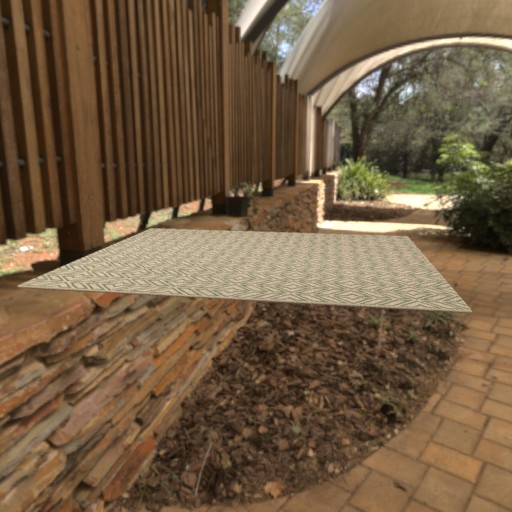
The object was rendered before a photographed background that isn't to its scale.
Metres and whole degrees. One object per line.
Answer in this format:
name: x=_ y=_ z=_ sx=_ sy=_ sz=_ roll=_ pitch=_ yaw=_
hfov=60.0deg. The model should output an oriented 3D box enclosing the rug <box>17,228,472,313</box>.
rug: x=0.000 y=0.000 z=4.071 sx=3.050 sy=0.017 sz=2.441 roll=2 pitch=14 yaw=9
